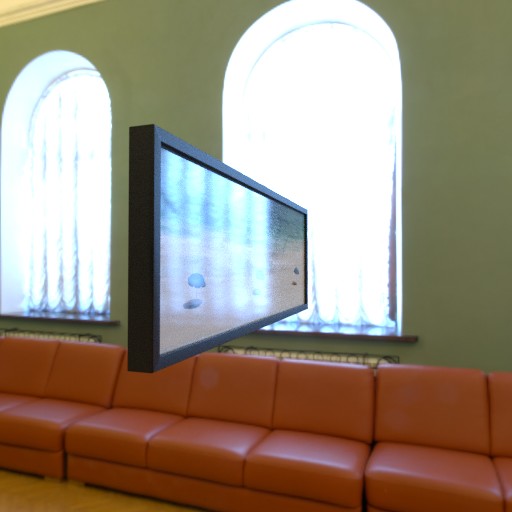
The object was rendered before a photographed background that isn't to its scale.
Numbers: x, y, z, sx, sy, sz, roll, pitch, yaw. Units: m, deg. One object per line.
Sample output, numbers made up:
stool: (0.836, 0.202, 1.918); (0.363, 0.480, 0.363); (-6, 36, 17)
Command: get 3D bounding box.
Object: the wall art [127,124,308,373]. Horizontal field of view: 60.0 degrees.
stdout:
wall art: (0.000, 0.000, 0.950); (0.037, 0.303, 0.860); (0, -1, 19)
